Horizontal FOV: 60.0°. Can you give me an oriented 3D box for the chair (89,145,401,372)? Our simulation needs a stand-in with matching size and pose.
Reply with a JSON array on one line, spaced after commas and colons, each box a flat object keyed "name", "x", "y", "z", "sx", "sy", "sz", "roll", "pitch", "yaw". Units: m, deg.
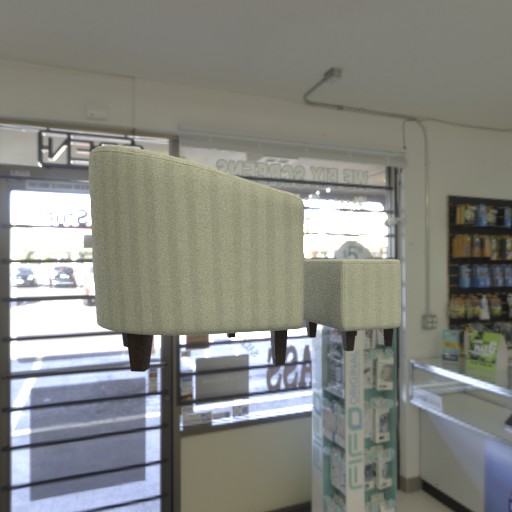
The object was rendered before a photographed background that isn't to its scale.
[{"name": "chair", "x": 0.000, "y": 0.000, "z": 1.819, "sx": 1.288, "sy": 0.757, "sz": 0.756, "roll": 0, "pitch": -1, "yaw": -20}]
